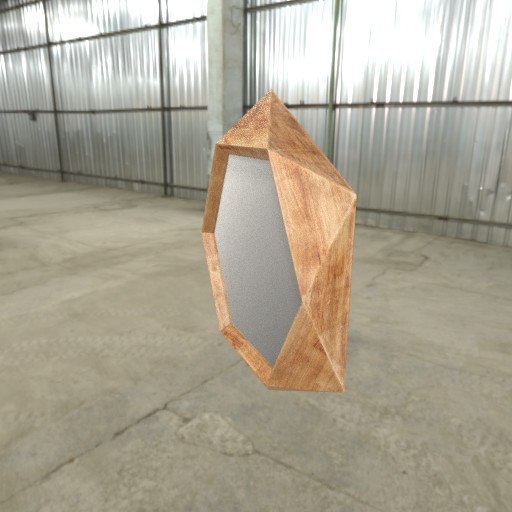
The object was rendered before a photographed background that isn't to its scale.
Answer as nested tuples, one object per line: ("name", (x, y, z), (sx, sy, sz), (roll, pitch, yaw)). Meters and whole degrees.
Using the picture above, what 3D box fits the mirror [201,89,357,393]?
("mirror", (0.000, 0.000, 1.098), (0.091, 0.779, 0.675), (-7, 18, -23))
